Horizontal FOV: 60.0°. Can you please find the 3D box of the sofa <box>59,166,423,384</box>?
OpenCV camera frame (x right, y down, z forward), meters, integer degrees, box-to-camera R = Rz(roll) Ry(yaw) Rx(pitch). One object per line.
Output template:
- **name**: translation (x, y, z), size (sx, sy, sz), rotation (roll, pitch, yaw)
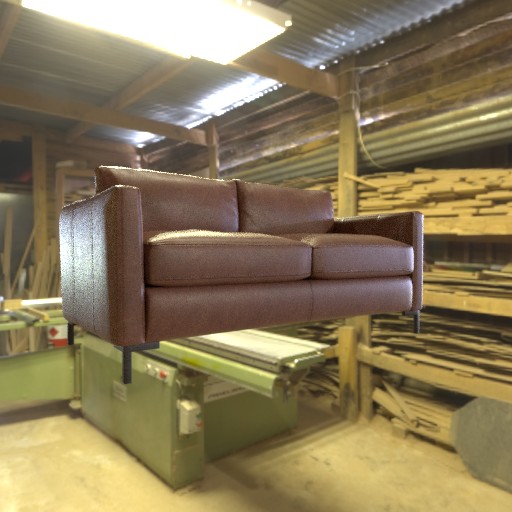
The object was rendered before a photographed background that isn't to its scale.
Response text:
- **sofa**: translation (0.000, 0.000, 2.345), size (1.797, 0.883, 0.899), rotation (0, 0, -36)
